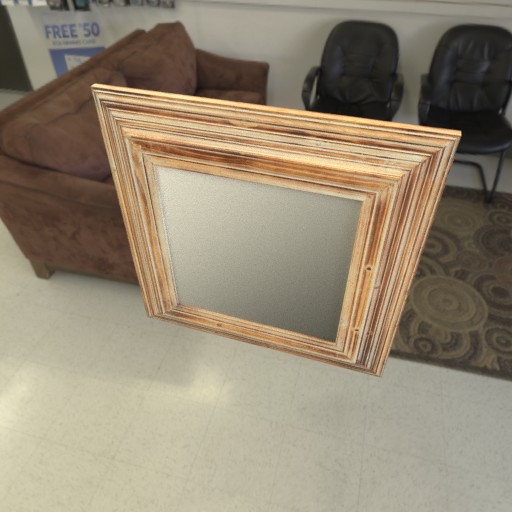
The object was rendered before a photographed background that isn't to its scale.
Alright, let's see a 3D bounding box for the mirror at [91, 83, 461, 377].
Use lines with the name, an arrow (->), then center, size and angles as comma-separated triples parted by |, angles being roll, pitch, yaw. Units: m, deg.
mirror -> 0.000, 0.000, 1.184 | 0.804, 0.804, 0.061 | 12, 43, 13
